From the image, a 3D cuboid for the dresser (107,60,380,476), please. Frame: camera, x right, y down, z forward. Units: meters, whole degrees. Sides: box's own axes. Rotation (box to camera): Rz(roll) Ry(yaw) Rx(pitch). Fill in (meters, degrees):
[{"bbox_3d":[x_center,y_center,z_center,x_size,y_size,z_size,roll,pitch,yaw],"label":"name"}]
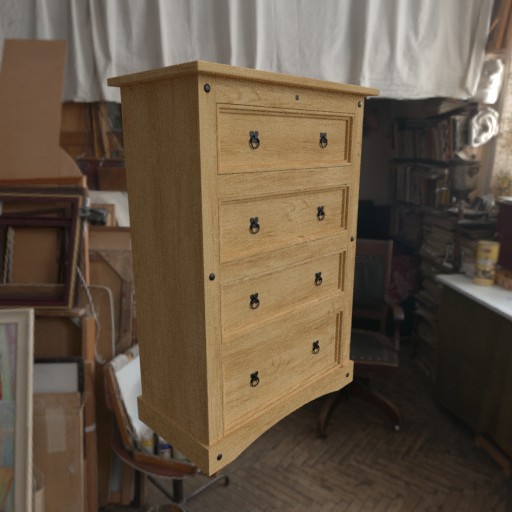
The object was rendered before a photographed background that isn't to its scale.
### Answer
[{"bbox_3d":[0.000,0.000,1.776,0.485,1.300,0.915,14,20,43],"label":"dresser"}]
